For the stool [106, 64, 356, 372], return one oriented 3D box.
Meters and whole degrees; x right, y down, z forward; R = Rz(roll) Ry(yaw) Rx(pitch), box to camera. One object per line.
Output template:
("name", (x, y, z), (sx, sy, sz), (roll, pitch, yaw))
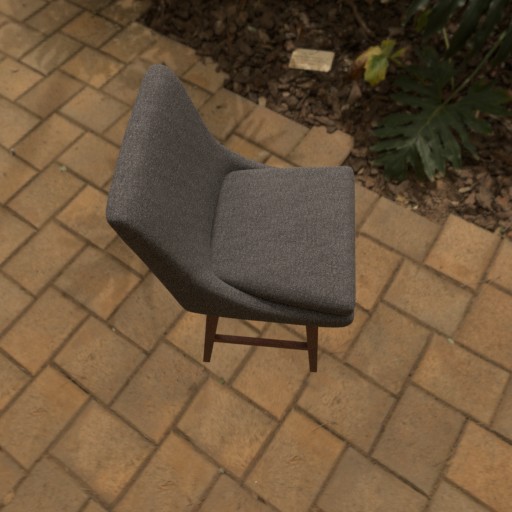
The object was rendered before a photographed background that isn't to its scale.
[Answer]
("stool", (0.000, 0.000, 1.397), (0.572, 1.068, 0.489), (5, 63, 2))
